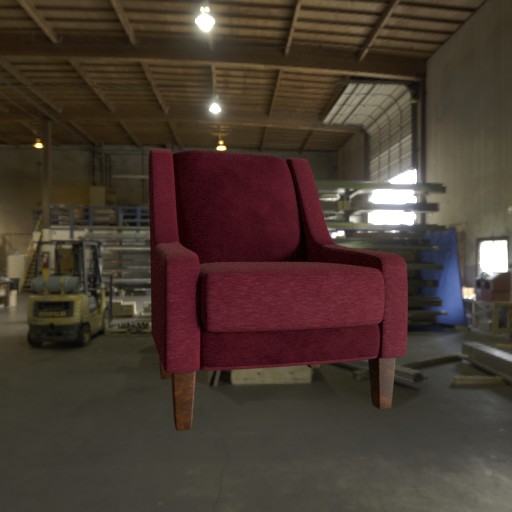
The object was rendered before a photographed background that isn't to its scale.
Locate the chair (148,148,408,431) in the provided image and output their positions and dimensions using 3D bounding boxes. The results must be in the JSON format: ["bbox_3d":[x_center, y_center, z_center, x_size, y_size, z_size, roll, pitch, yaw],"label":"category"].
[{"bbox_3d":[0.000,0.000,1.755,0.793,1.017,0.985,0,0,-16],"label":"chair"}]
